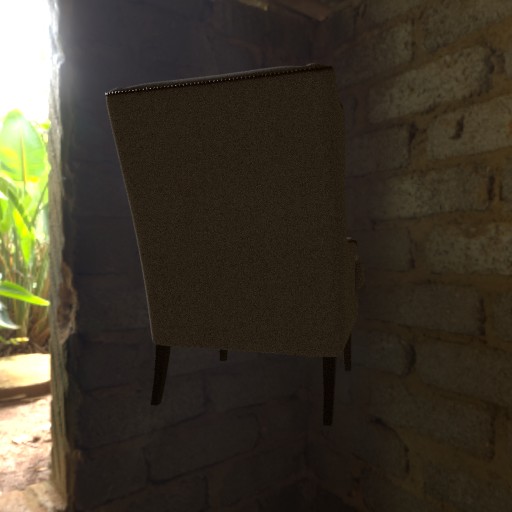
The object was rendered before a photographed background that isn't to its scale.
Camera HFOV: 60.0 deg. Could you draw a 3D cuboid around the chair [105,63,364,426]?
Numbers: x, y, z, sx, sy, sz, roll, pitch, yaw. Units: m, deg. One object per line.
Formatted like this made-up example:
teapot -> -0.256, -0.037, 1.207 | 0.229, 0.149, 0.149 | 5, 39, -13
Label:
chair -> 0.000, 0.000, 1.652 | 0.737, 1.029, 0.940 | 0, 1, 17
